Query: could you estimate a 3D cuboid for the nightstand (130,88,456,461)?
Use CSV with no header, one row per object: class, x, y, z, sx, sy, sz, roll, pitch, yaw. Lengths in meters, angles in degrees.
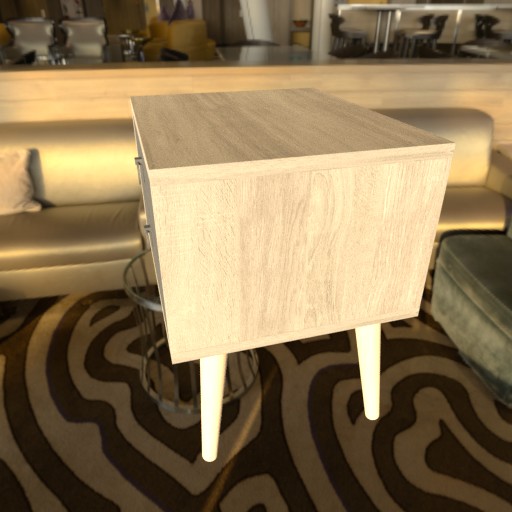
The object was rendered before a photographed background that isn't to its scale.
nightstand,0.000,0.000,0.808,0.380,0.500,0.450,-8,30,-14
